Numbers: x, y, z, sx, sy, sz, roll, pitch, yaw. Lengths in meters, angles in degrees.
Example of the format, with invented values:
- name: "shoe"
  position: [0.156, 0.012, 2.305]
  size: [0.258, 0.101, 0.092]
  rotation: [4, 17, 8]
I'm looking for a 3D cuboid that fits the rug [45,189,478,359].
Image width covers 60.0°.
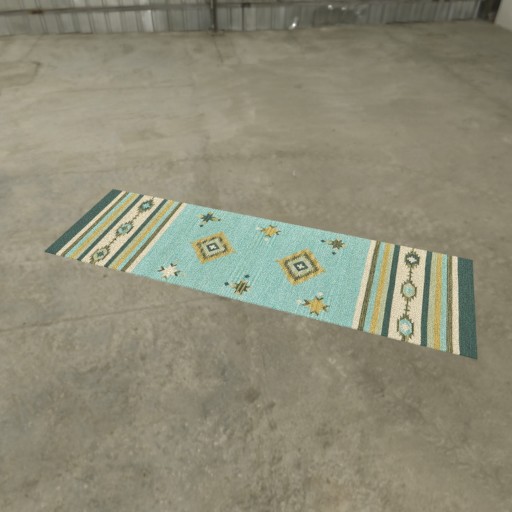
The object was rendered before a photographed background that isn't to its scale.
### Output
- name: "rug"
  position: [0.000, 0.000, 2.642]
  size: [2.441, 0.010, 0.744]
  rotation: [12, 42, 14]
